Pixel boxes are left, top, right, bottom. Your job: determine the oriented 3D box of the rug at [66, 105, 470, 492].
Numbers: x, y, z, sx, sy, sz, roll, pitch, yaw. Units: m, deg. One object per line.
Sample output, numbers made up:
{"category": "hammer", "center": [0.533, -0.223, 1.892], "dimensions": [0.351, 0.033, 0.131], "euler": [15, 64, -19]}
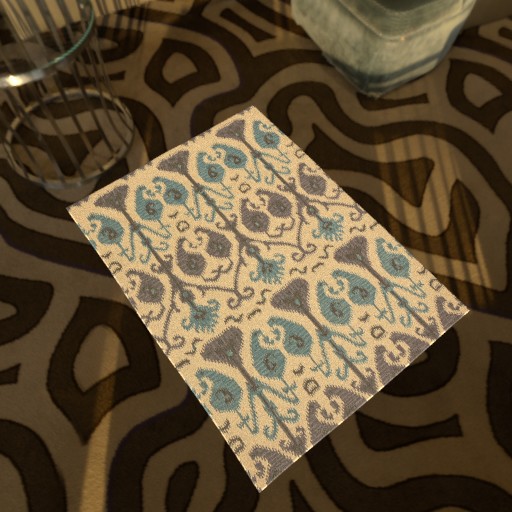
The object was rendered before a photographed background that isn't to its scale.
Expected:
{"category": "rug", "center": [0.000, 0.000, 2.971], "dimensions": [1.676, 0.013, 2.261], "euler": [-34, 67, -16]}
